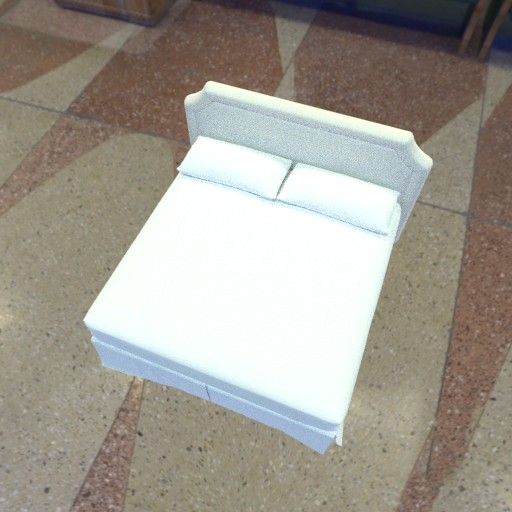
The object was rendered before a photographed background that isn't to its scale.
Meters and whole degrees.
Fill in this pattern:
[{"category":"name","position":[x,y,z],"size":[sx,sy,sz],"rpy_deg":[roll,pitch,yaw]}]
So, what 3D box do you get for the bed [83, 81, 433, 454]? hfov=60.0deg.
[{"category":"bed","position":[0.000,0.000,3.513],"size":[2.160,1.301,2.204],"rpy_deg":[18,59,11]}]
